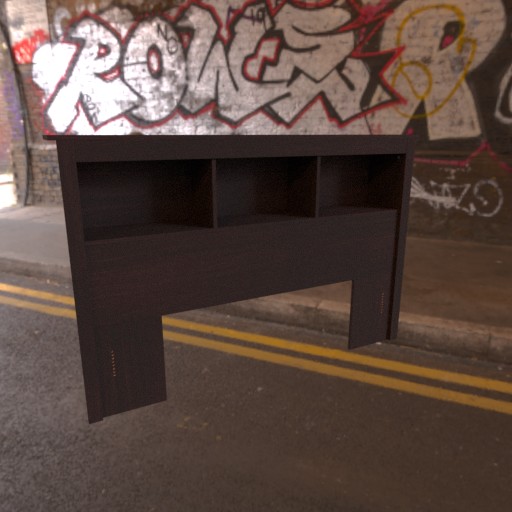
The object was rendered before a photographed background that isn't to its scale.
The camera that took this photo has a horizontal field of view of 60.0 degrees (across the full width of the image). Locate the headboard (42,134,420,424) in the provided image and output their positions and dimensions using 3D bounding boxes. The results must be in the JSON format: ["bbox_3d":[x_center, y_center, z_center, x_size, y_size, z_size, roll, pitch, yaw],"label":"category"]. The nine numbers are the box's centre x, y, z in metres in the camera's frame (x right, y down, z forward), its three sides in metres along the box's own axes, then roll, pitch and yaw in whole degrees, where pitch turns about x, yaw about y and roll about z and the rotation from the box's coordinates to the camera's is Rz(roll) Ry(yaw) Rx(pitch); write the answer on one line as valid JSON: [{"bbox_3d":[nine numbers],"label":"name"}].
[{"bbox_3d":[0.000,0.000,2.069,1.671,1.092,0.279,-8,17,-27],"label":"headboard"}]
